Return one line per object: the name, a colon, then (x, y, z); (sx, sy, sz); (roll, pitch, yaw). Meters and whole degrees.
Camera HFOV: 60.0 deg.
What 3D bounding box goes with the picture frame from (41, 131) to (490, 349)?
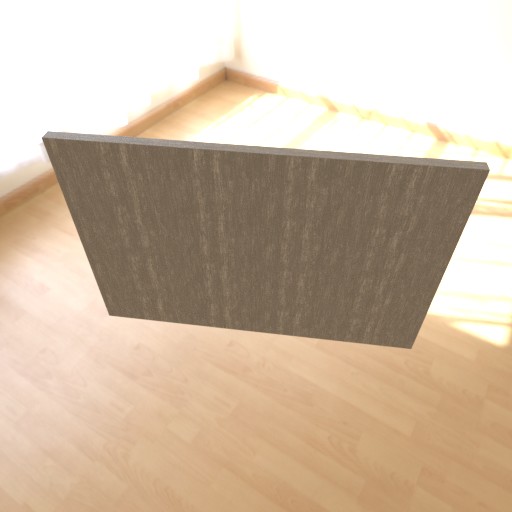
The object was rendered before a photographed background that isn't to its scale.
picture frame: (0.000, 0.000, 1.169); (0.950, 0.640, 0.029); (5, 45, 5)
